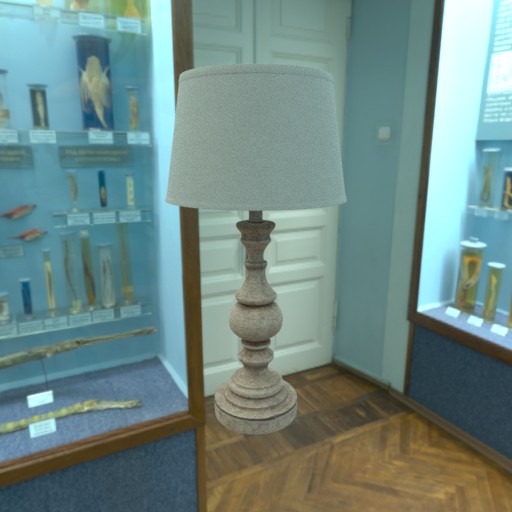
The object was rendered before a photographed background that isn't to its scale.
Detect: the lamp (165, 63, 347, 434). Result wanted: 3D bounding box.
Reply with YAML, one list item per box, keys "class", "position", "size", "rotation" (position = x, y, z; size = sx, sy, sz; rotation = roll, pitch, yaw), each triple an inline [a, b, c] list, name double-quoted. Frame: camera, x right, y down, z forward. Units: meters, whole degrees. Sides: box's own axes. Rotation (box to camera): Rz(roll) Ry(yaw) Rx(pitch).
- class: "lamp"
  position: [0.000, 0.000, 0.871]
  size: [0.340, 0.678, 0.340]
  rotation: [0, 13, 0]
